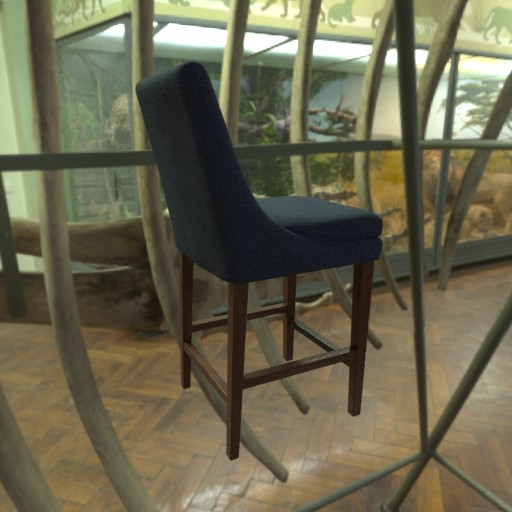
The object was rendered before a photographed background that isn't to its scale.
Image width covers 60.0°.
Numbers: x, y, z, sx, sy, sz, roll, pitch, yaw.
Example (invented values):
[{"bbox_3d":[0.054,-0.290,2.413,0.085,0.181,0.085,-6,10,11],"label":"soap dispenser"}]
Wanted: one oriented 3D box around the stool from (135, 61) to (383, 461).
[{"bbox_3d":[0.000,0.000,1.303,0.577,0.981,0.470,-8,17,-27],"label":"stool"}]
